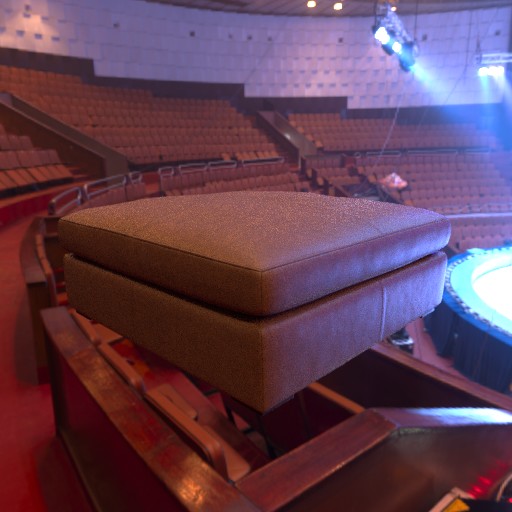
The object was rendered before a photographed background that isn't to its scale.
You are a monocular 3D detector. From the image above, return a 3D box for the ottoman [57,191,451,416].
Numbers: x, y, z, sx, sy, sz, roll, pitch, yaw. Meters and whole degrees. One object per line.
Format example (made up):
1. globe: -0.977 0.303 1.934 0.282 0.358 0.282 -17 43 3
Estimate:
1. ottoman: 0.000 0.000 1.823 1.168 0.490 1.168 13 19 42
